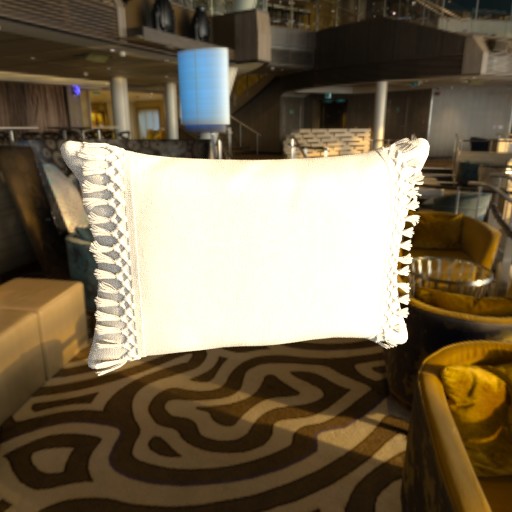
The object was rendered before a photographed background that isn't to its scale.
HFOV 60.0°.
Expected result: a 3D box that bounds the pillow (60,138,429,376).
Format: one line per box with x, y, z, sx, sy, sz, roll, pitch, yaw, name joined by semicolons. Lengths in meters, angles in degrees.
0.000;0.000;0.594;0.466;0.305;0.084;-2;16;-8;pillow
